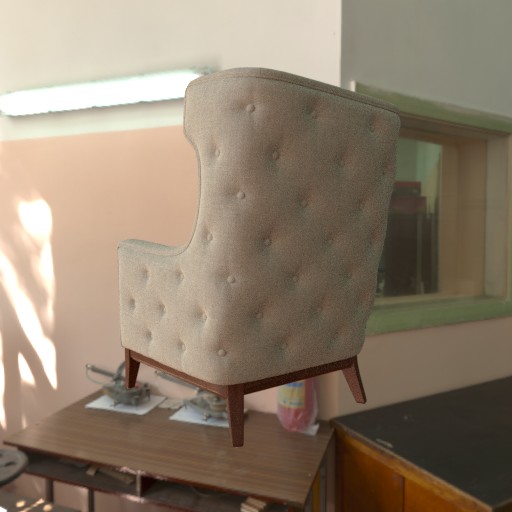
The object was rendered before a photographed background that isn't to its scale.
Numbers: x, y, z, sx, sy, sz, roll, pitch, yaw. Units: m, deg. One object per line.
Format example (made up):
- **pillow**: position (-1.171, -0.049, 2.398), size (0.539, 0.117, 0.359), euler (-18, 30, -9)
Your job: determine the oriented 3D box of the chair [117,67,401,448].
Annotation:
- **chair**: position (0.000, 0.000, 1.656), size (0.778, 1.079, 0.899), euler (-2, 3, -37)
